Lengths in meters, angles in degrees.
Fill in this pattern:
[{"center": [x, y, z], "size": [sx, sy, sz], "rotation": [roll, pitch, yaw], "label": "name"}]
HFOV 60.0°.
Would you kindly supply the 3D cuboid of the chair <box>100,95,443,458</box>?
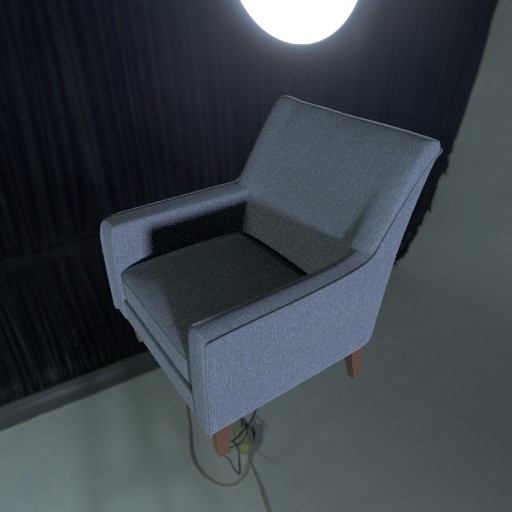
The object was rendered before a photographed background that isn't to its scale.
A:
[{"center": [0.000, 0.000, 1.642], "size": [0.899, 0.919, 0.780], "rotation": [-21, 38, -29], "label": "chair"}]
